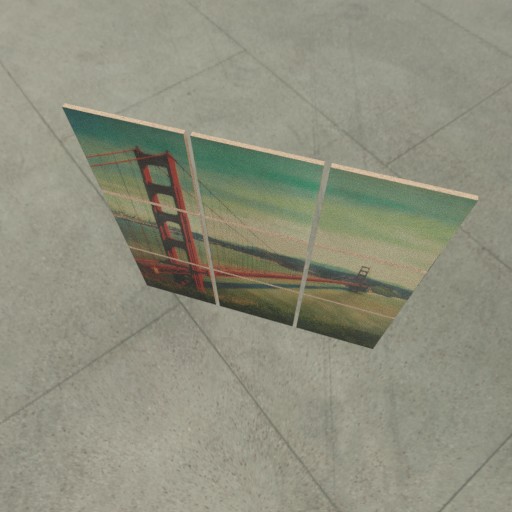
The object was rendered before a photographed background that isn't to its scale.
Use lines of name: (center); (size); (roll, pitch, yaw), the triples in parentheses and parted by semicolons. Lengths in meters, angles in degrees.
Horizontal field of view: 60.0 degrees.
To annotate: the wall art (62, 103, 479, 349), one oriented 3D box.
wall art: (0.000, 0.000, 1.334); (0.917, 0.910, 0.012); (15, 61, 8)
